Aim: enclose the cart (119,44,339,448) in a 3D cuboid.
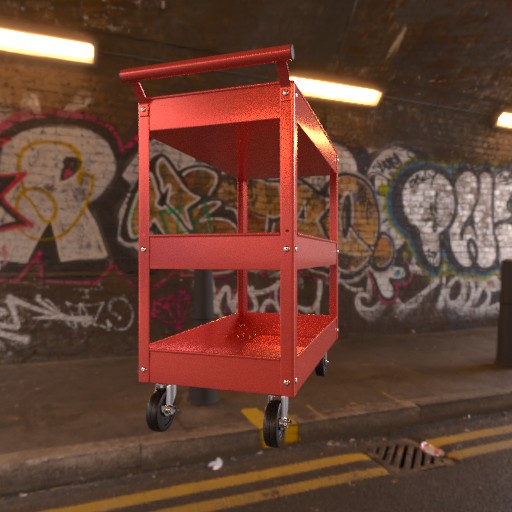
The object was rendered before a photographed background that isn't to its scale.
[{"bbox_3d":[0.000,0.000,1.203,0.366,0.780,0.719,0,0,18],"label":"cart"}]
